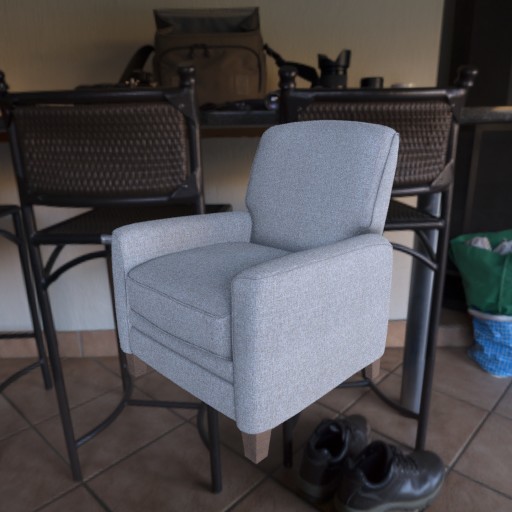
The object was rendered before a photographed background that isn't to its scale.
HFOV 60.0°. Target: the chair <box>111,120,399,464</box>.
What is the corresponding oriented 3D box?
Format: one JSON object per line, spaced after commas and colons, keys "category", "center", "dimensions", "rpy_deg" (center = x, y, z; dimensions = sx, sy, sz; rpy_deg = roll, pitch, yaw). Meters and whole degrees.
{"category": "chair", "center": [0.000, 0.000, 1.708], "dimensions": [0.848, 1.014, 0.864], "rpy_deg": [15, 22, 43]}
